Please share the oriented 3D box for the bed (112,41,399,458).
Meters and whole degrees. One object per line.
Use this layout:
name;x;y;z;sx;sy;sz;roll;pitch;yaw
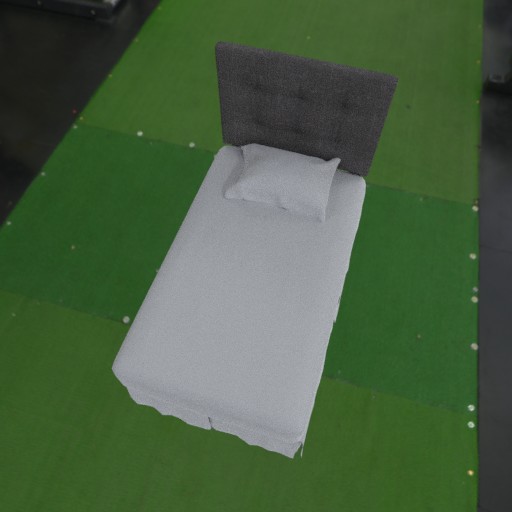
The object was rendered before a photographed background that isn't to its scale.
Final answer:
bed;0.000;0.000;2.869;1.261;1.571;1.997;15;60;9
